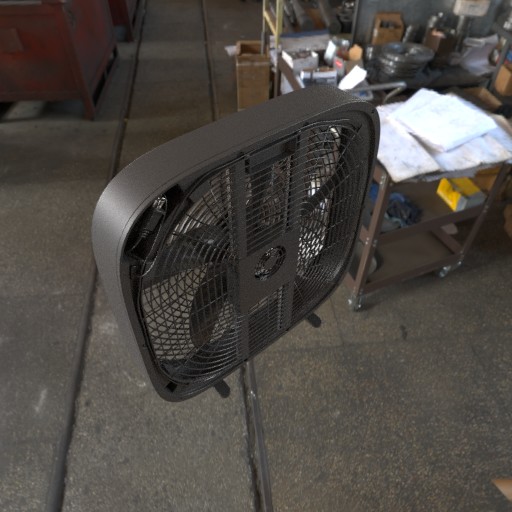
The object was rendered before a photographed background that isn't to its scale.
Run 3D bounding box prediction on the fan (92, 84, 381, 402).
[{"bbox_3d":[0.000,0.000,0.809,0.526,0.533,0.142,-31,53,-27],"label":"fan"}]
